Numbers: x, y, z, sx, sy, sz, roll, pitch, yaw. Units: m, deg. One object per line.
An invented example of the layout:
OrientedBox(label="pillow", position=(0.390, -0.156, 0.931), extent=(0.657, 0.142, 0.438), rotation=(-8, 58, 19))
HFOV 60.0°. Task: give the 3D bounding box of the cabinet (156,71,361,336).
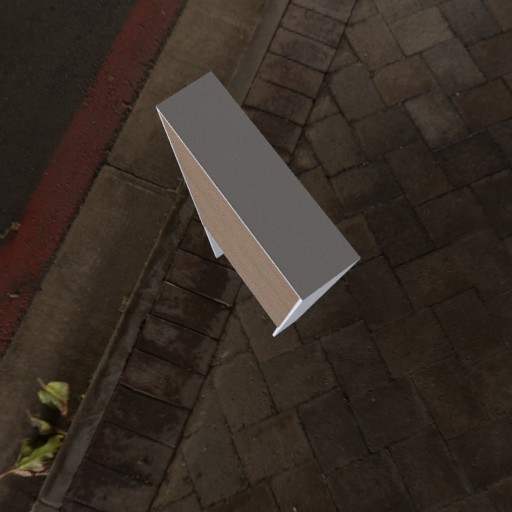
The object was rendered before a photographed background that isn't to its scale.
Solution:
OrientedBox(label="cabinet", position=(0.000, 0.000, 1.992), extent=(0.192, 1.770, 0.643), rotation=(-35, 79, -8))
